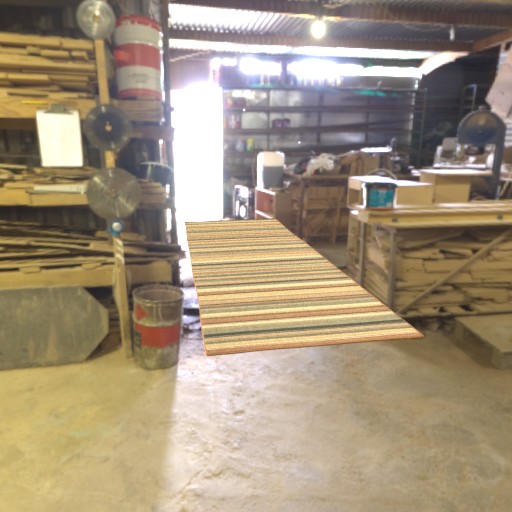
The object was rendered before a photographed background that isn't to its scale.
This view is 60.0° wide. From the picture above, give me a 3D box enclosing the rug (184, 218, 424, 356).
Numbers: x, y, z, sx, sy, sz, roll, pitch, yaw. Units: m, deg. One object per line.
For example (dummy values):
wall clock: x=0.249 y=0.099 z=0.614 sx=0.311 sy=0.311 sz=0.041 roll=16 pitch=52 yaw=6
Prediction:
rug: x=0.000 y=0.000 z=2.701 sx=0.799 sy=0.010 sz=2.444 roll=-3 pitch=15 yaw=-10
